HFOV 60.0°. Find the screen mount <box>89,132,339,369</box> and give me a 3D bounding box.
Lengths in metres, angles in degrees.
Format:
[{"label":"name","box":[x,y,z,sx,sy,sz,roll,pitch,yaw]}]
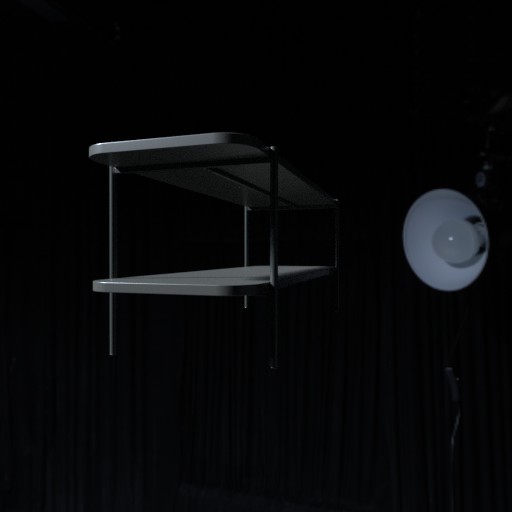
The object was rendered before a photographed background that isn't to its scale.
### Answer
[{"label":"screen mount","box":[0.000,0.000,1.399,0.400,0.447,1.200,0,0,18]}]
